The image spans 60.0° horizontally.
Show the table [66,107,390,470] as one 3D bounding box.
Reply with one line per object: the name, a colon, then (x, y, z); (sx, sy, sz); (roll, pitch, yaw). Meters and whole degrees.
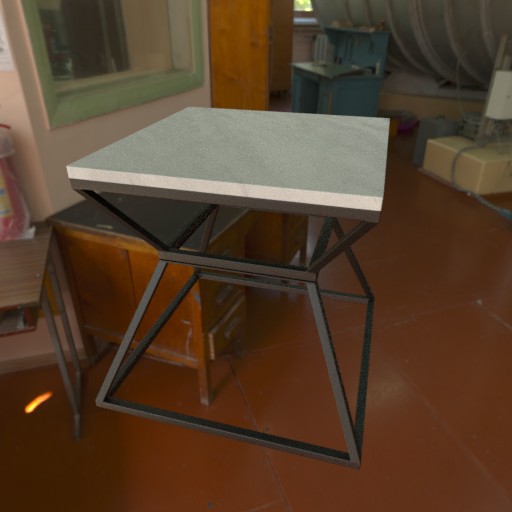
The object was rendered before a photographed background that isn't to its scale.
table: (0.000, 0.000, 0.810); (0.455, 0.431, 0.455); (8, 30, 14)
